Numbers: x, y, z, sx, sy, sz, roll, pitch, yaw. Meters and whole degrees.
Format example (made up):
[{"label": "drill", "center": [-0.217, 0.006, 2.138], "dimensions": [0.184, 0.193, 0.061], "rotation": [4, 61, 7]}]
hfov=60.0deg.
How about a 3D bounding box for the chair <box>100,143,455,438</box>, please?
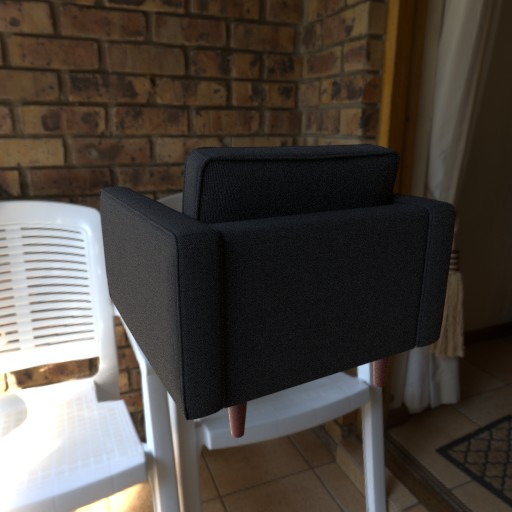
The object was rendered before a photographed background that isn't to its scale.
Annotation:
[{"label": "chair", "center": [0.000, 0.000, 1.556], "dimensions": [0.899, 0.770, 0.919], "rotation": [-9, 18, -27]}]
